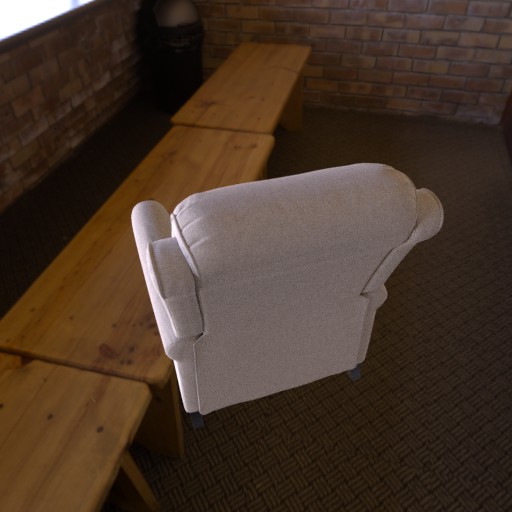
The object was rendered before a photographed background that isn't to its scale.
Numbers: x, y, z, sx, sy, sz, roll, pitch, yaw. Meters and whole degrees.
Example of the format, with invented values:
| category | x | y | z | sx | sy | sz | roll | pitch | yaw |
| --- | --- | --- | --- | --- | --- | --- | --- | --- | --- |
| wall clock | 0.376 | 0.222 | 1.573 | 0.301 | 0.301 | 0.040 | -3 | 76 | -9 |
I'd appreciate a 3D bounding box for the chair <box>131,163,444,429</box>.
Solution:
| category | x | y | z | sx | sy | sz | roll | pitch | yaw |
| --- | --- | --- | --- | --- | --- | --- | --- | --- | --- |
| chair | 0.000 | 0.000 | 1.706 | 0.859 | 1.046 | 0.919 | -12 | 43 | -14 |
